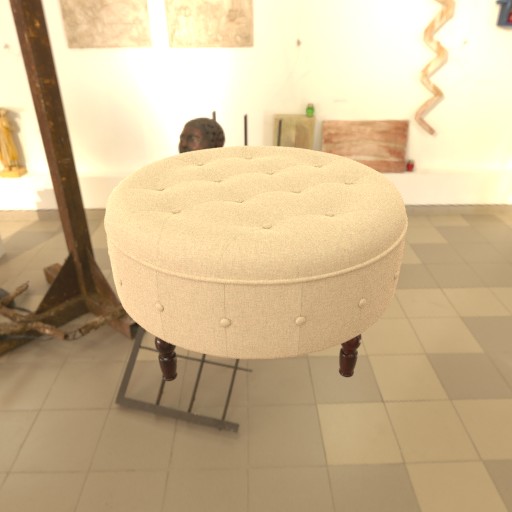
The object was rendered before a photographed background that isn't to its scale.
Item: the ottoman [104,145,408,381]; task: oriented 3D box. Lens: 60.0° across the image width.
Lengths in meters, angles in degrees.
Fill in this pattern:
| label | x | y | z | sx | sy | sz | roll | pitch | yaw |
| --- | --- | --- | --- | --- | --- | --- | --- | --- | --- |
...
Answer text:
| label | x | y | z | sx | sy | sz | roll | pitch | yaw |
| --- | --- | --- | --- | --- | --- | --- | --- | --- | --- |
| ottoman | 0.000 | 0.000 | 1.373 | 0.848 | 0.494 | 0.848 | 0 | 29 | 0 |
